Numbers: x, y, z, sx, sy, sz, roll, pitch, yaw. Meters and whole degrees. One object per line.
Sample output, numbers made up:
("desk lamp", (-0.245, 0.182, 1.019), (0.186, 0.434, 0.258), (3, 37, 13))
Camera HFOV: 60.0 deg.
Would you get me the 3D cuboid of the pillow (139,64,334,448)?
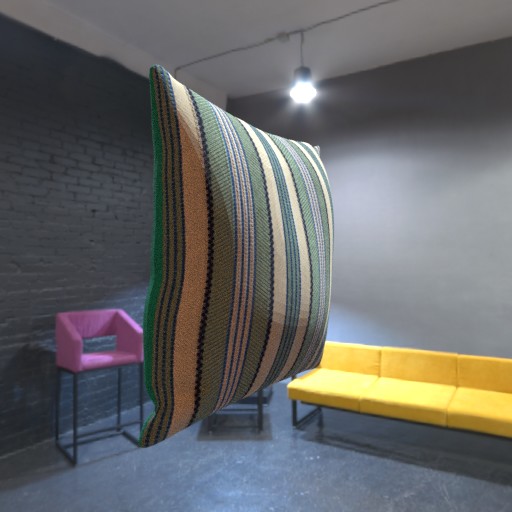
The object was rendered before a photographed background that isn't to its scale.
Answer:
("pillow", (0.000, 0.000, 0.678), (0.182, 0.441, 0.440), (0, 0, 34))
